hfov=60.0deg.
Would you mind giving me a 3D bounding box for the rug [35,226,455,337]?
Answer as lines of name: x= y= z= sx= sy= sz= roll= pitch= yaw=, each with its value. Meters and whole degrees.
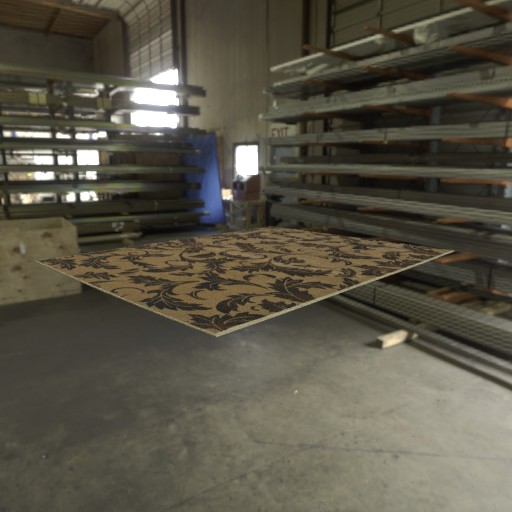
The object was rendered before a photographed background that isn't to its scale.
rug: x=0.000 y=0.000 z=3.963 sx=2.380 sy=0.008 sz=2.977 roll=11 pitch=16 yaw=43
